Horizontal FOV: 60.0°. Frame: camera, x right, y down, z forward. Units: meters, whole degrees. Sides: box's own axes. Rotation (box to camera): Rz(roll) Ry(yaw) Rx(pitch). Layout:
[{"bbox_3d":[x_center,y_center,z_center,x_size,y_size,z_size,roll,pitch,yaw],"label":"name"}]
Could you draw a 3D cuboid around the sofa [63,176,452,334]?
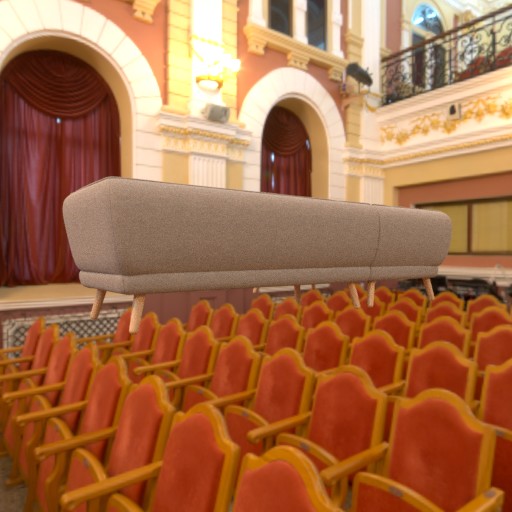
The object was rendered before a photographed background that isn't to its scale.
[{"bbox_3d":[0.000,0.000,3.202,2.653,0.693,1.532,0,0,-37],"label":"sofa"}]
